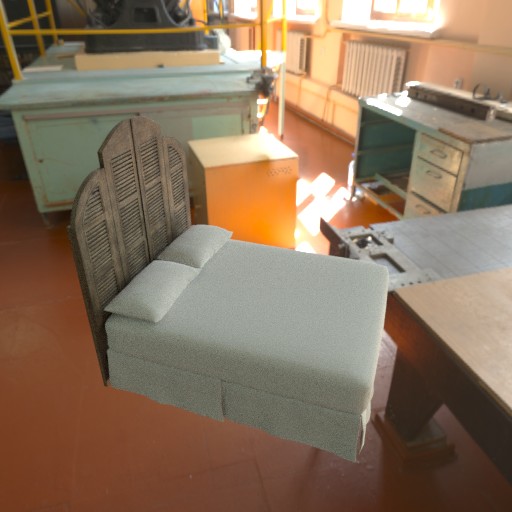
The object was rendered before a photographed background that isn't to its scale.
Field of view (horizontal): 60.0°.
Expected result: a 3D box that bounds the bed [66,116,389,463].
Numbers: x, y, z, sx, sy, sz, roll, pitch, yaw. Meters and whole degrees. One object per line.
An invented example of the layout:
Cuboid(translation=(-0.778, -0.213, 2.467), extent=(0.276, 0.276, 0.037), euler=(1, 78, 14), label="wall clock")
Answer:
Cuboid(translation=(0.000, 0.000, 3.551), extent=(2.138, 2.019, 1.713), euler=(10, 32, 16), label="bed")
